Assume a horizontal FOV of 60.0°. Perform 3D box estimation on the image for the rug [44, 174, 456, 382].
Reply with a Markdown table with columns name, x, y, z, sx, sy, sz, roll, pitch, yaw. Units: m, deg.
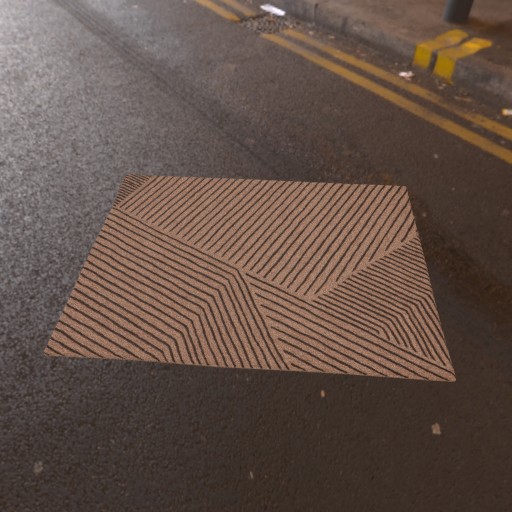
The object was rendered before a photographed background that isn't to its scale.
| name | x | y | z | sx | sy | sz | roll | pitch | yaw |
| --- | --- | --- | --- | --- | --- | --- | --- | --- | --- |
| rug | 0.000 | 0.000 | 3.236 | 2.449 | 0.028 | 1.829 | 3 | 47 | 3 |
